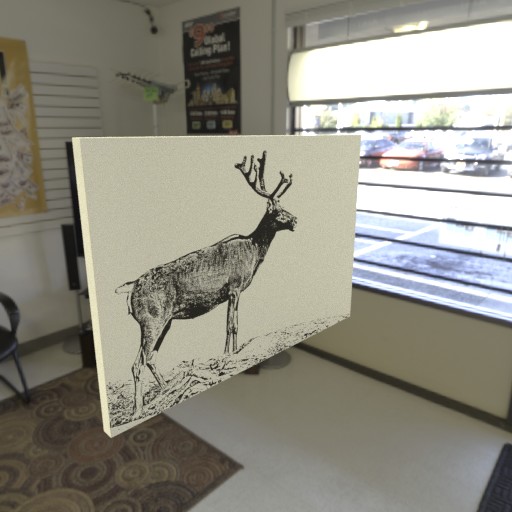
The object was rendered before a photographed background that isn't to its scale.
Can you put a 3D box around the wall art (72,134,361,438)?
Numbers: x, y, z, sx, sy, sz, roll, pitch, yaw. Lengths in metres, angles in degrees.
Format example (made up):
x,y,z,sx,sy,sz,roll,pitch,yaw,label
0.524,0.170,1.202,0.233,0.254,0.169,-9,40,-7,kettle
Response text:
x,y,z,sx,sy,sz,roll,pitch,yaw,label
0.000,0.000,1.178,0.033,0.617,0.906,15,22,43,wall art
